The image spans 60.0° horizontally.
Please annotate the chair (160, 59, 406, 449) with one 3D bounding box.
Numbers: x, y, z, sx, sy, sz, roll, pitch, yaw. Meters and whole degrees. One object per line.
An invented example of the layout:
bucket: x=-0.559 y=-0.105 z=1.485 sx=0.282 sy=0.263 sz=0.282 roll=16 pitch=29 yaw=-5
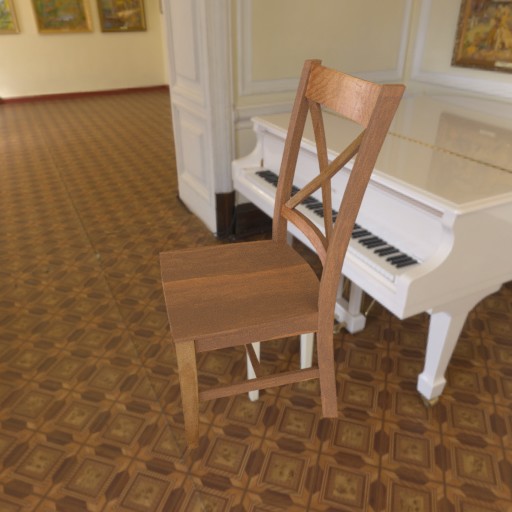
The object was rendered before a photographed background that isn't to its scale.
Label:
chair: x=0.000 y=0.000 z=1.281 sx=0.542 sy=0.983 sz=0.485 roll=-8 pitch=31 yaw=-13
